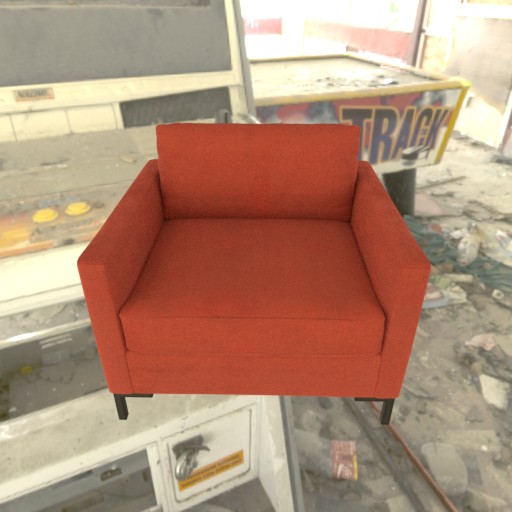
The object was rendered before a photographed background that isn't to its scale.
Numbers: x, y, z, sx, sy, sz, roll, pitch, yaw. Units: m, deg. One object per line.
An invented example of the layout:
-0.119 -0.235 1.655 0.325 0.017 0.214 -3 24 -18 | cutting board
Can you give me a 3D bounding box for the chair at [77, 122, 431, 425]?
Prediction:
0.000 0.000 1.612 0.964 0.812 0.875 1 31 1 | chair
